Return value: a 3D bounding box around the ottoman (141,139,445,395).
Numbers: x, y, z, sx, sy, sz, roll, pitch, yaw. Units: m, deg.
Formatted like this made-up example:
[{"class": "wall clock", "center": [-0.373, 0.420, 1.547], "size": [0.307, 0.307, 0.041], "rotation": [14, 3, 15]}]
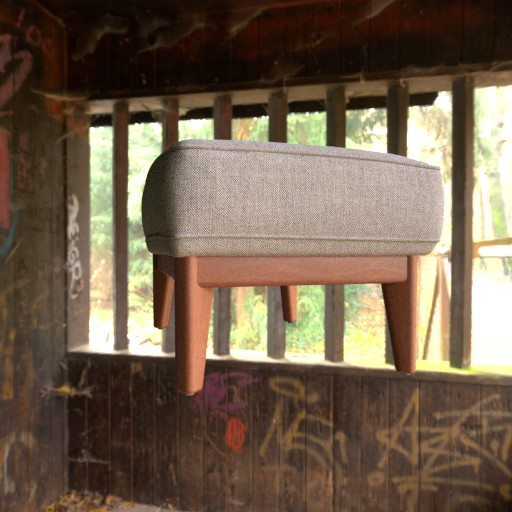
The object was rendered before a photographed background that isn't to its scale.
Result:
[{"class": "ottoman", "center": [0.000, 0.000, 1.115], "size": [0.555, 0.458, 0.750], "rotation": [0, 1, -16]}]
